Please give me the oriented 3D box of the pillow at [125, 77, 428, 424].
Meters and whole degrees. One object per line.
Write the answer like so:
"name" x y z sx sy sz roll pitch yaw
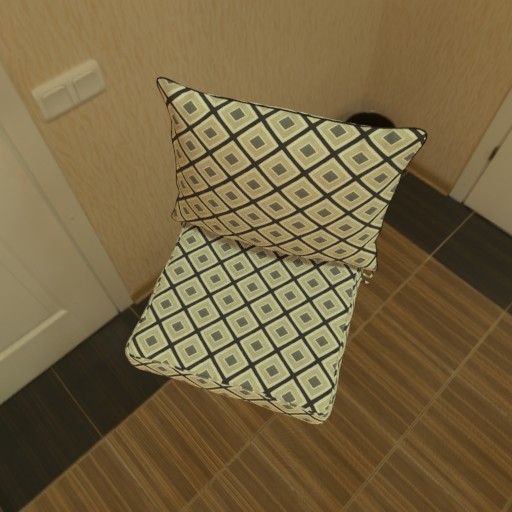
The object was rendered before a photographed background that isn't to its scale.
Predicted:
"pillow" 0.000 0.000 1.365 0.798 0.722 0.733 15 60 9
